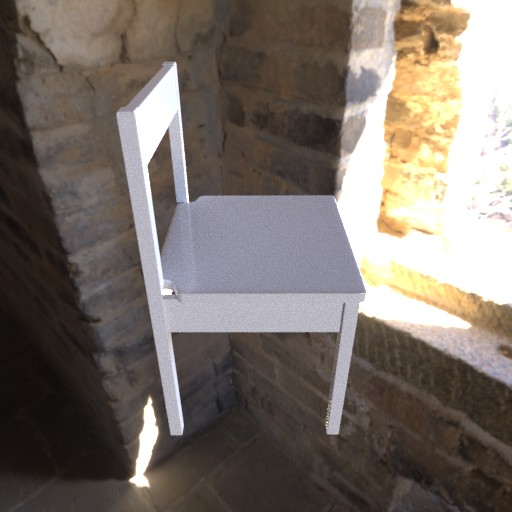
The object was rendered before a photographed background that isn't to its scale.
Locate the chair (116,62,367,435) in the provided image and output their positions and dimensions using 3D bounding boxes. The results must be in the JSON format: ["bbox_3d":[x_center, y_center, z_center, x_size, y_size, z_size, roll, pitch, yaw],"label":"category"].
[{"bbox_3d":[0.000,0.000,0.892,0.361,0.668,0.367,0,33,0],"label":"chair"}]
